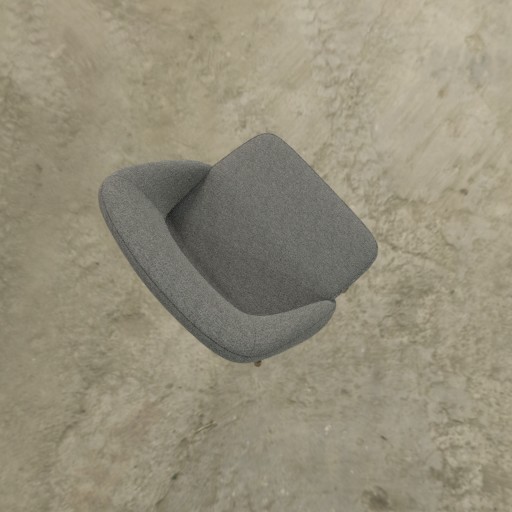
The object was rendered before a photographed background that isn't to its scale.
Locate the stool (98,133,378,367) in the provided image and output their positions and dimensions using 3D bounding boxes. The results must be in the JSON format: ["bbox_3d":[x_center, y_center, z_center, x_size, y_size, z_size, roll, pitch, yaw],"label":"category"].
[{"bbox_3d":[0.000,0.000,1.251,0.524,0.925,0.536,-39,78,-10],"label":"stool"}]
